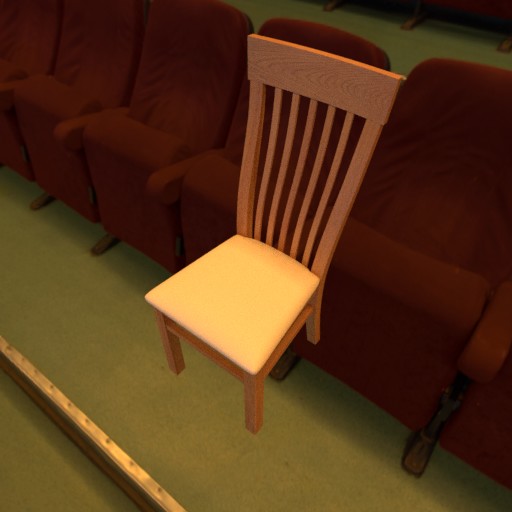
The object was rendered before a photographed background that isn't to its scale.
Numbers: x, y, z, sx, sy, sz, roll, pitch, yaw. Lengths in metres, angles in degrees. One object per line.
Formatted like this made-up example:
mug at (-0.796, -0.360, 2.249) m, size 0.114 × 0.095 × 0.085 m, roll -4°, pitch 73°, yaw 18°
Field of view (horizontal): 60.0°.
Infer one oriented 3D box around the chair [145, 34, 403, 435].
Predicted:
chair at (0.000, 0.000, 1.365) m, size 0.450 × 1.050 × 0.580 m, roll 29°, pitch 52°, yaw 25°
